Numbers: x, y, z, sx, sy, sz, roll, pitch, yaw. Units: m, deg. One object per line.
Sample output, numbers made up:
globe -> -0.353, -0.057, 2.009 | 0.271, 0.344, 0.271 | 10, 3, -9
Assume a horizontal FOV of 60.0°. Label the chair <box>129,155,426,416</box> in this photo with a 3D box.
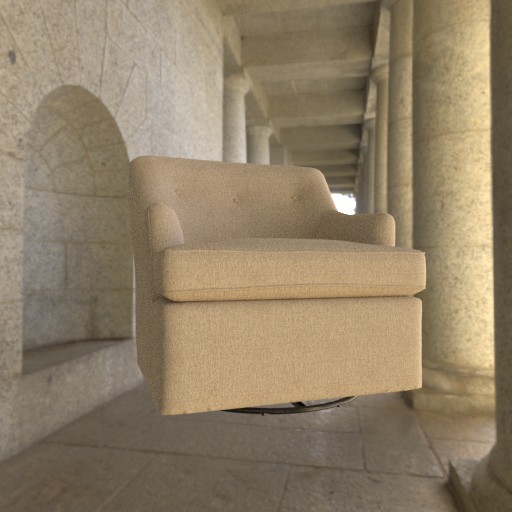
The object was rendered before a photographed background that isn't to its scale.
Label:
chair -> 0.000, 0.000, 1.594 | 0.864, 0.856, 0.923 | 0, -1, -18
